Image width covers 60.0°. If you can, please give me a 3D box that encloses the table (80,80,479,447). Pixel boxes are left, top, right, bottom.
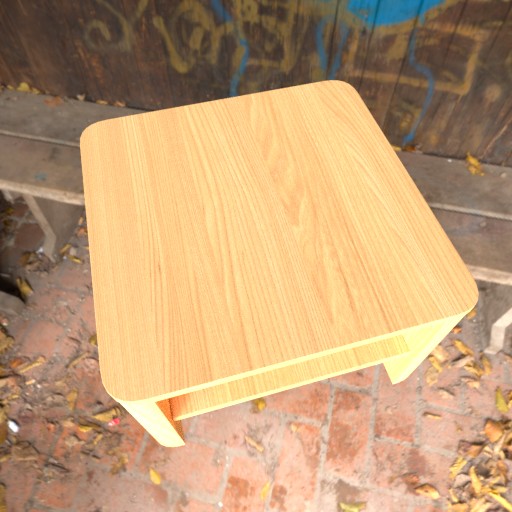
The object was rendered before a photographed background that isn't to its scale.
[{"bbox_3d":[0.000,0.000,1.199,0.750,0.450,0.750,-13,58,-8],"label":"table"}]
